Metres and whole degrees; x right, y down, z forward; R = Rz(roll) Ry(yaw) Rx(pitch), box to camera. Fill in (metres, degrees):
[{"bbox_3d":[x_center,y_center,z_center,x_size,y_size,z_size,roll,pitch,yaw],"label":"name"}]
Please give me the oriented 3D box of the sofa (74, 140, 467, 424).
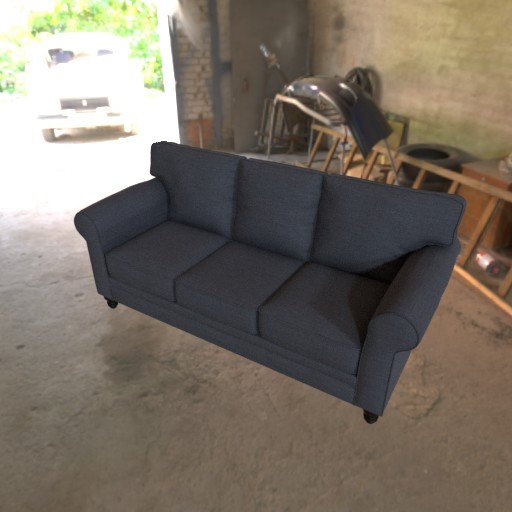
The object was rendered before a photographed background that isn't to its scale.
[{"bbox_3d":[0.000,0.000,2.609,2.084,0.966,0.909,17,34,27],"label":"sofa"}]
